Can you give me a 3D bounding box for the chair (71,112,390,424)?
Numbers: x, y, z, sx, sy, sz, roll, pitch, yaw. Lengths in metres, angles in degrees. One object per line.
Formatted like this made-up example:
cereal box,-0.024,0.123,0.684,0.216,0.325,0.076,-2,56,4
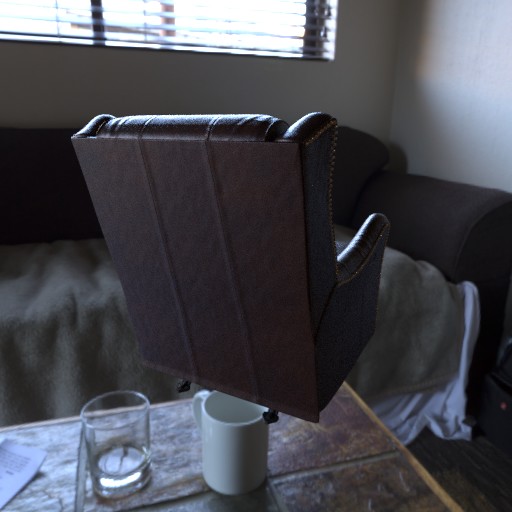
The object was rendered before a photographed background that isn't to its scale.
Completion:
chair,0.000,0.000,1.789,0.869,1.084,1.008,9,19,28
